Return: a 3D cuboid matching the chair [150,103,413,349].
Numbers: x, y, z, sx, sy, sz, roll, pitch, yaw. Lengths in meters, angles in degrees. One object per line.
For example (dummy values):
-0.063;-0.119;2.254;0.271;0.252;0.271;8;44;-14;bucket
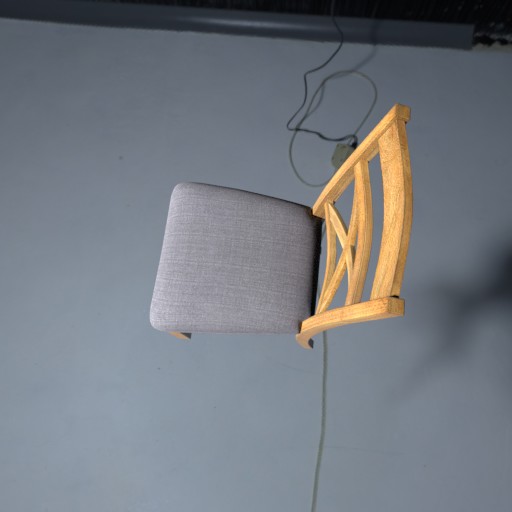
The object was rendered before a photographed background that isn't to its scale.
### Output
0.000;0.000;1.263;0.581;0.949;0.470;7;74;2;chair
